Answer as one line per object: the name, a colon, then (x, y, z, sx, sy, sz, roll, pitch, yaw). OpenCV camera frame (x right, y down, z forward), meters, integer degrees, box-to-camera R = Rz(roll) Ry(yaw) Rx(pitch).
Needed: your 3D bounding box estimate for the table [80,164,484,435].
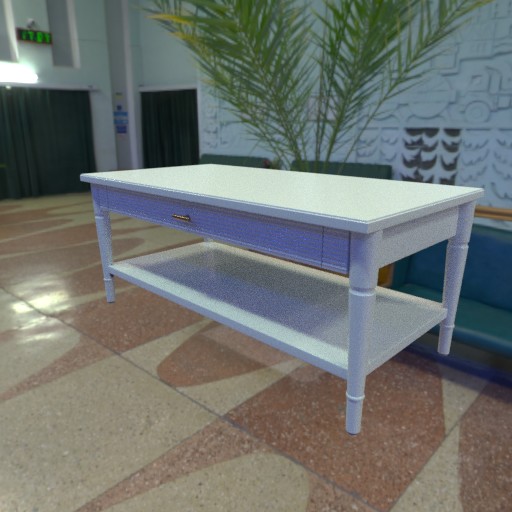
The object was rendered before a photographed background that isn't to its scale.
table: (0.000, 0.000, 1.348, 1.067, 0.457, 0.559, 15, 22, 42)
